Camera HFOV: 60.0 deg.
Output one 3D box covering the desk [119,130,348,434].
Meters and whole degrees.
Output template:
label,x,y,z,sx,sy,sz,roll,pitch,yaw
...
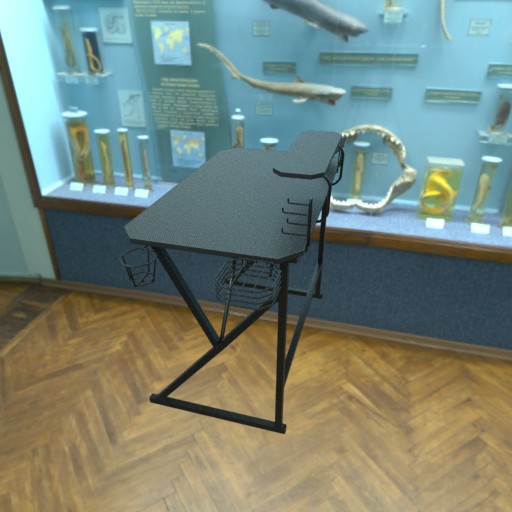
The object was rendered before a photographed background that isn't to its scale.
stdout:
label,x,y,z,sx,sy,sz,roll,pitch,yaw
desk,0.000,0.000,1.748,0.580,0.880,1.290,8,30,14
